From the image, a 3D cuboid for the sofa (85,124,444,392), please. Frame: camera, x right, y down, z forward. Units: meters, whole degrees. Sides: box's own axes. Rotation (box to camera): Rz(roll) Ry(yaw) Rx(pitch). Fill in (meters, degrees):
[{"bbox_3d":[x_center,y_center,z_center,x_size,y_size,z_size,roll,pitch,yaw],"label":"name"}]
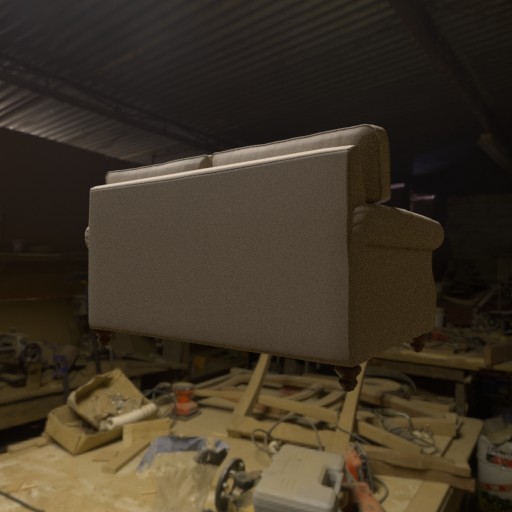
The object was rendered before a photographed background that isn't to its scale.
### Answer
[{"bbox_3d":[0.000,0.000,2.238,1.665,0.937,0.964,-1,-1,36],"label":"sofa"}]
